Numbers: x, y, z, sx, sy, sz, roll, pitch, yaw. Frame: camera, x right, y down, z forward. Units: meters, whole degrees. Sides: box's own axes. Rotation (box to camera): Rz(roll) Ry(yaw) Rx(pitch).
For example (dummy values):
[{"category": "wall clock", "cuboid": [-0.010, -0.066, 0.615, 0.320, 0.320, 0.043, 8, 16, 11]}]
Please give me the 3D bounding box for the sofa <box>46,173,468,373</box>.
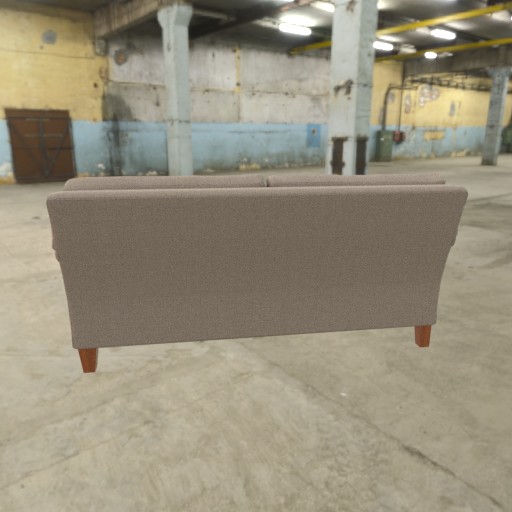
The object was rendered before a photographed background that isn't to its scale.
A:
[{"category": "sofa", "cuboid": [0.000, 0.000, 2.775, 2.160, 1.054, 1.087, -2, 15, -9]}]
